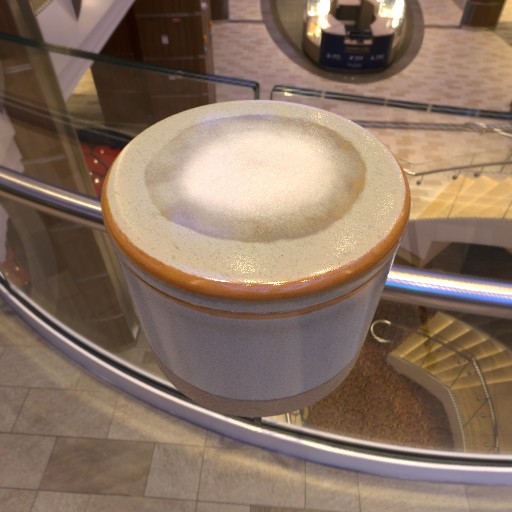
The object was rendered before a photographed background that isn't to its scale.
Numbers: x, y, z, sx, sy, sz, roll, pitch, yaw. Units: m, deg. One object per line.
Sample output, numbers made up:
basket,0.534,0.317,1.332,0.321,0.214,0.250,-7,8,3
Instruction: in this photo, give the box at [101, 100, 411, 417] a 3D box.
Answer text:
box,0.000,0.000,0.213,0.123,0.100,0.123,0,47,0
